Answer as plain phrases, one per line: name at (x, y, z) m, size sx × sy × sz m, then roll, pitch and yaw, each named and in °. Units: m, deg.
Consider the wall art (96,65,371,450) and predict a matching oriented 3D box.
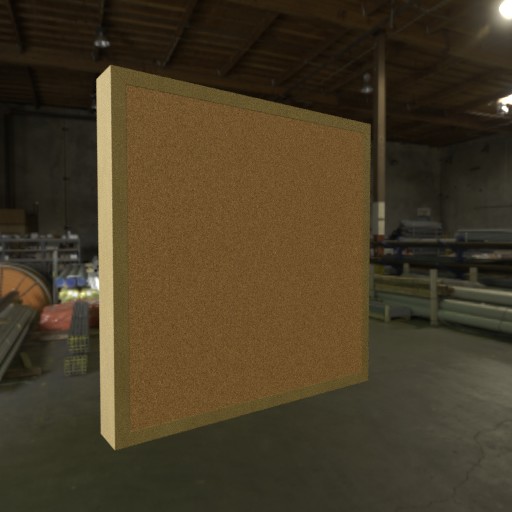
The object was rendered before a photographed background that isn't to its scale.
wall art at (0.000, 0.000, 0.453) m, size 0.305 × 0.305 × 0.038 m, roll -1°, pitch 3°, yaw -36°
